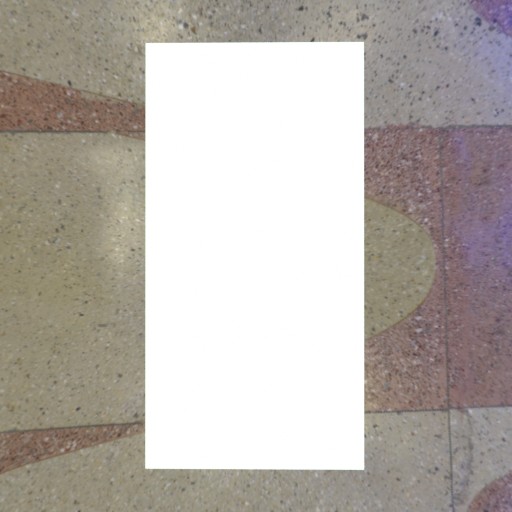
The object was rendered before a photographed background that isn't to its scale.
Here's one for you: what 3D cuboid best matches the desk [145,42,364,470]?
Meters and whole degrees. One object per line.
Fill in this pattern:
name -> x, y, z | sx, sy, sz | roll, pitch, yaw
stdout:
desk -> 0.000, 0.000, 1.500 | 0.560, 0.730, 1.096 | 0, 90, 1
